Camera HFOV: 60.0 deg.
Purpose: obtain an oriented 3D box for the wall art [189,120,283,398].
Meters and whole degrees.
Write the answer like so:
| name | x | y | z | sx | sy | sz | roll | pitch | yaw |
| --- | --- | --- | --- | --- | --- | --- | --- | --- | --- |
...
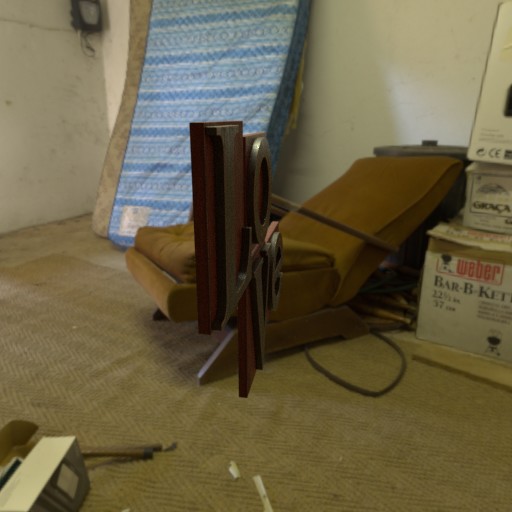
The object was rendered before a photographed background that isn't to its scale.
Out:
| name | x | y | z | sx | sy | sz | roll | pitch | yaw |
| --- | --- | --- | --- | --- | --- | --- | --- | --- | --- |
| wall art | 0.000 | 0.000 | 0.848 | 0.030 | 0.497 | 0.635 | 3 | 18 | 10 |
